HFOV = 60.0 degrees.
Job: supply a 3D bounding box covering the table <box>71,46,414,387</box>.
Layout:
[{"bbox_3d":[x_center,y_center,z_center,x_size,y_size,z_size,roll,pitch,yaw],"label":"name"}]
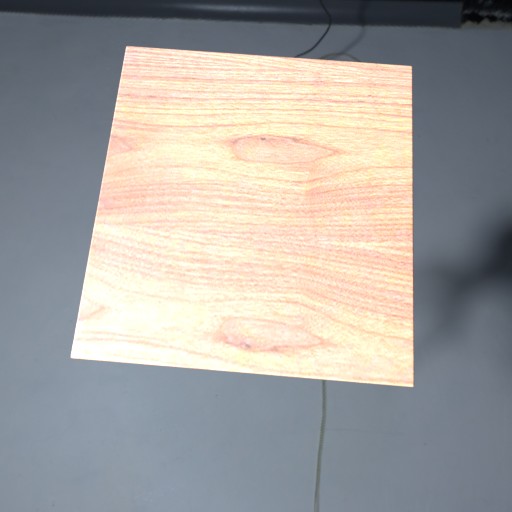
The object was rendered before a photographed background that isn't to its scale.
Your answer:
[{"bbox_3d":[0.000,0.000,0.817,0.384,0.567,0.411,5,76,1],"label":"table"}]
